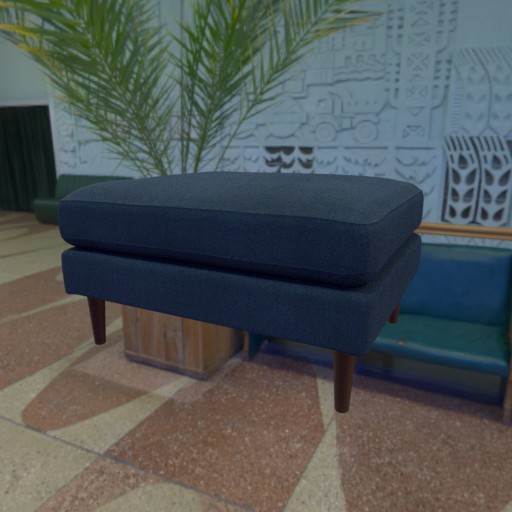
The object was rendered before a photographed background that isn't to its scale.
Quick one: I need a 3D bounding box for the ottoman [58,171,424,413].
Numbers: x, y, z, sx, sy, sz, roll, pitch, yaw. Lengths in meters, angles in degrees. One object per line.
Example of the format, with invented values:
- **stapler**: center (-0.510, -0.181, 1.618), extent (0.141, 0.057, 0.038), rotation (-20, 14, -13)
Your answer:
- **ottoman**: center (0.000, 0.000, 1.282), extent (0.821, 0.474, 0.693), rotation (7, 16, 27)
